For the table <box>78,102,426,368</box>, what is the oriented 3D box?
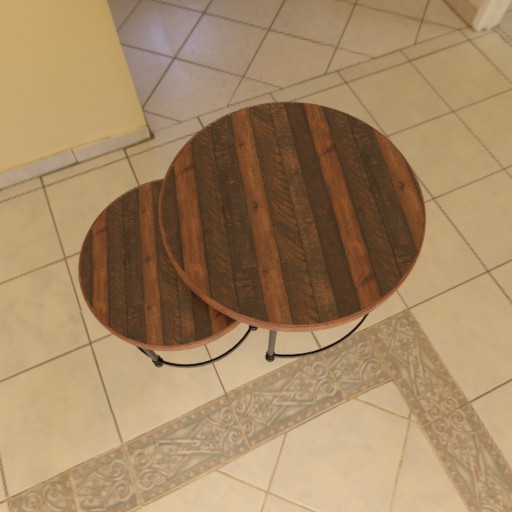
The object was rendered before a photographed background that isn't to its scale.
[{"bbox_3d":[0.000,0.000,1.641,1.152,0.516,0.870,-32,68,-14],"label":"table"}]
